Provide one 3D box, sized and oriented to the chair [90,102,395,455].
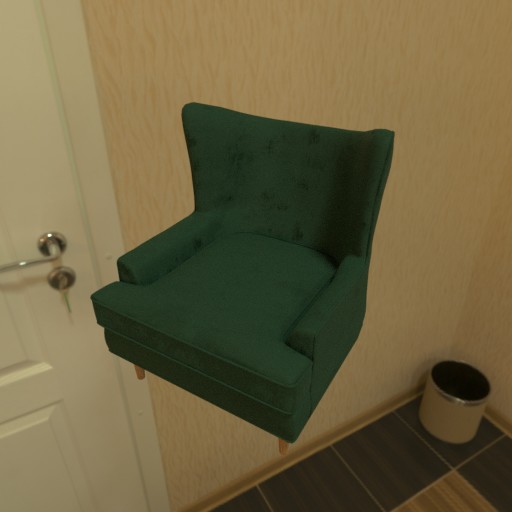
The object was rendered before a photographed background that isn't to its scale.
[{"bbox_3d":[0.000,0.000,1.618,0.793,0.952,0.910,17,35,26],"label":"chair"}]
